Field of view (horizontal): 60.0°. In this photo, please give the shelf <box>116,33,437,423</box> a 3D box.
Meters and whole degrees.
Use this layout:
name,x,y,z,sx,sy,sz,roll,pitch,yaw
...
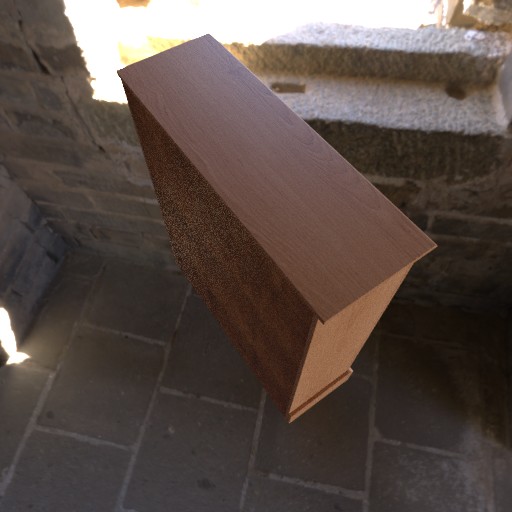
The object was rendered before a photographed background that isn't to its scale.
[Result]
name,x,y,z,sx,sy,sz,roll,pitch,yaw
shelf,0.000,0.000,1.422,0.291,0.980,0.840,-31,64,-17
